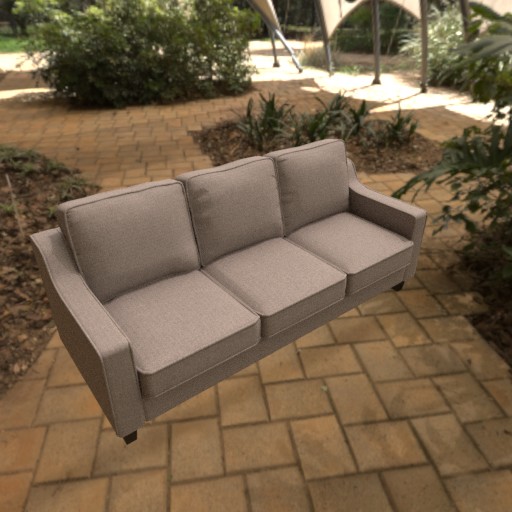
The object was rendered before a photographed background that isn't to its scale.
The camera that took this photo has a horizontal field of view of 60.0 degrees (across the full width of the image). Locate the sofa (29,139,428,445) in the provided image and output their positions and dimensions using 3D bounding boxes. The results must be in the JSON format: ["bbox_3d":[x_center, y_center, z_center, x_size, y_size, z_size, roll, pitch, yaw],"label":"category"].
[{"bbox_3d":[0.000,0.000,2.570,2.129,0.950,0.899,-21,37,-32],"label":"sofa"}]
